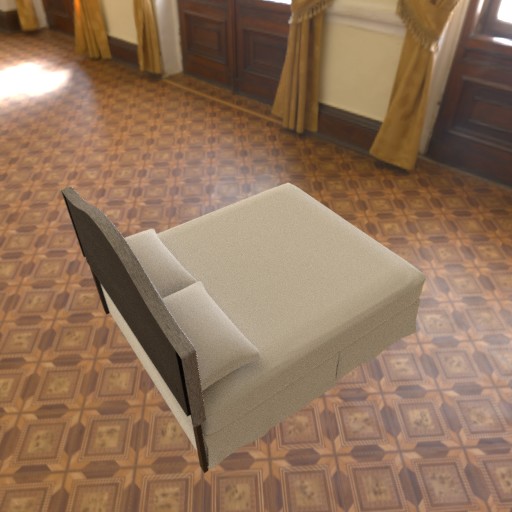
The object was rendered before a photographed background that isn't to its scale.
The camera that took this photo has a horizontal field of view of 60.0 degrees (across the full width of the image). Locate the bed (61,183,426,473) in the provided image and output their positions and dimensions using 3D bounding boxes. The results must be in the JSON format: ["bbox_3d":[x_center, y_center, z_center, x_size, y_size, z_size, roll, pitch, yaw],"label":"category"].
[{"bbox_3d":[0.000,0.000,2.996,1.870,1.295,1.610,-25,47,-26],"label":"bed"}]
